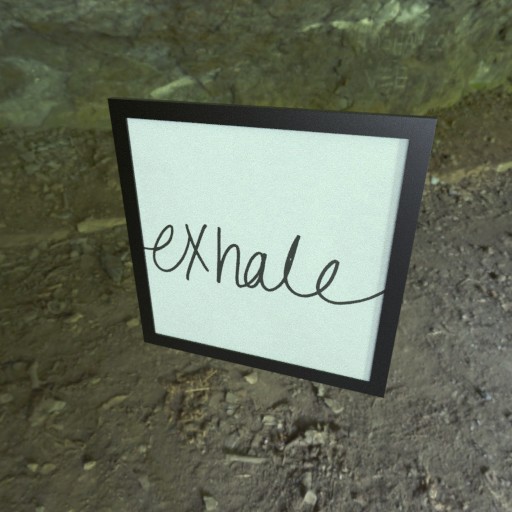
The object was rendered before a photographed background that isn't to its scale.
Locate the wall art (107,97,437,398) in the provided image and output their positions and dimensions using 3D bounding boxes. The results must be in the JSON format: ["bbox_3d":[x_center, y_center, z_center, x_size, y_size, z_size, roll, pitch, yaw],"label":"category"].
[{"bbox_3d":[0.000,0.000,0.686,0.446,0.445,0.014,9,30,16],"label":"wall art"}]
